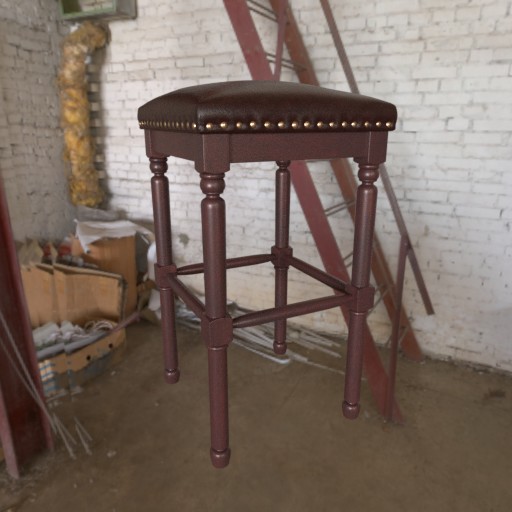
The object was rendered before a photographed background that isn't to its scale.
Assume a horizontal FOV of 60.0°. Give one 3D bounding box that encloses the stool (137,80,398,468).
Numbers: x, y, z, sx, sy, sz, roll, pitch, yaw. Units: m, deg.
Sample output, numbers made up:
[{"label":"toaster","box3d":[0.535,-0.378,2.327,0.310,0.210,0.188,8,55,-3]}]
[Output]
[{"label":"stool","box3d":[0.000,0.000,0.954,0.382,0.702,0.383,-9,19,-26]}]
